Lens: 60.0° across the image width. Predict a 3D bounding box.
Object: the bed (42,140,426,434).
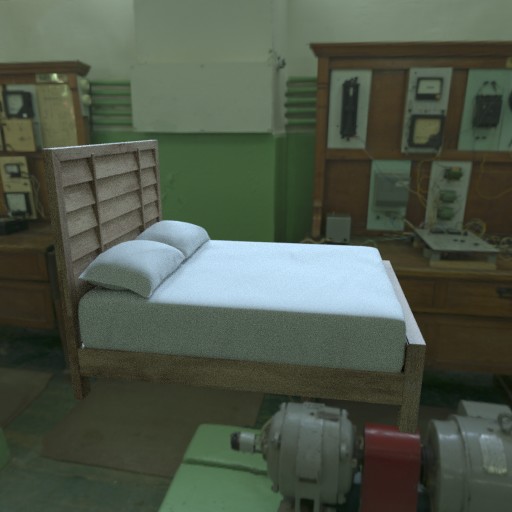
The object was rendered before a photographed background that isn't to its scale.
[{"bbox_3d":[0.000,0.000,3.327,2.197,1.626,1.626,3,17,9],"label":"bed"}]
